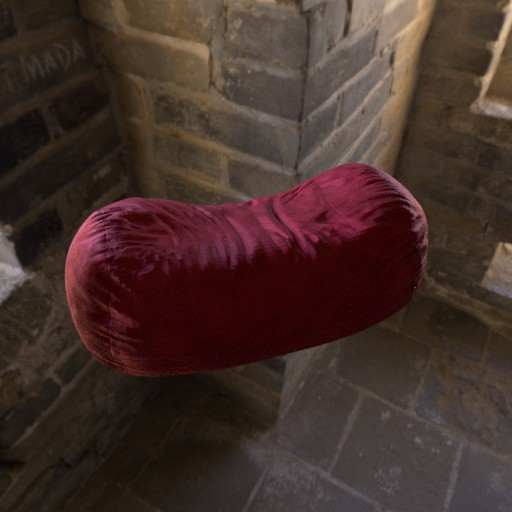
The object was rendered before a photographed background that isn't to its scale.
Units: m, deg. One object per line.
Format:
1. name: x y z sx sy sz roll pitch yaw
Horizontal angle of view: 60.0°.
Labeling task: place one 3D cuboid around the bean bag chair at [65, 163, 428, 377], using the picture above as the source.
1. bean bag chair: 0.000 0.000 2.823 2.293 0.867 1.216 -11 42 -13
